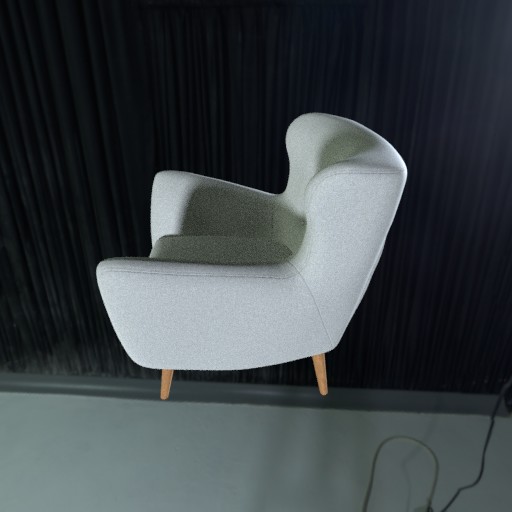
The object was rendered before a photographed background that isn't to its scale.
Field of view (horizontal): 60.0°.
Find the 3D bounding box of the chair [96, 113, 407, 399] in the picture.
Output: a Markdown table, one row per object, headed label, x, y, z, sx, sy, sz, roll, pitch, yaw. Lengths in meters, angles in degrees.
| label | x | y | z | sx | sy | sz | roll | pitch | yaw |
| --- | --- | --- | --- | --- | --- | --- | --- | --- | --- |
| chair | 0.000 | 0.000 | 1.616 | 0.889 | 0.889 | 0.890 | 0 | 27 | 0 |
